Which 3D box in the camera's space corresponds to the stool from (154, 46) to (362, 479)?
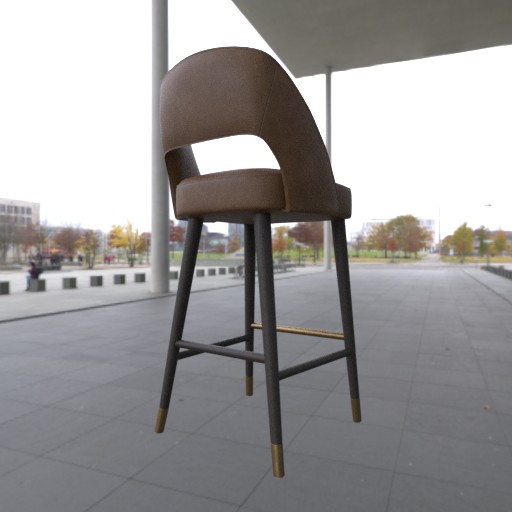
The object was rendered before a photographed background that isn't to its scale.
[{"bbox_3d":[0.000,0.000,1.321,0.494,1.037,0.509,0,0,37],"label":"stool"}]
